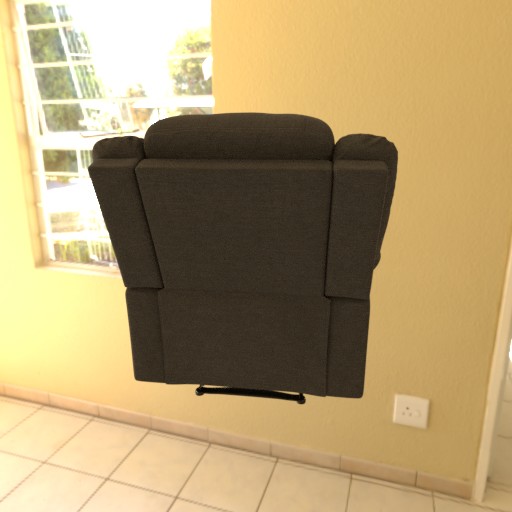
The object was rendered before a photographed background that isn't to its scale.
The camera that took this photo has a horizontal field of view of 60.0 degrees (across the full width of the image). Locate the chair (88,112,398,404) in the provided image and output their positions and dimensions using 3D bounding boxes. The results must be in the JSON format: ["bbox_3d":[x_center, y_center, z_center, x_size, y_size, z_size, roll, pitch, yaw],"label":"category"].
[{"bbox_3d":[0.000,0.000,1.683,0.899,1.008,0.944,2,15,8],"label":"chair"}]
